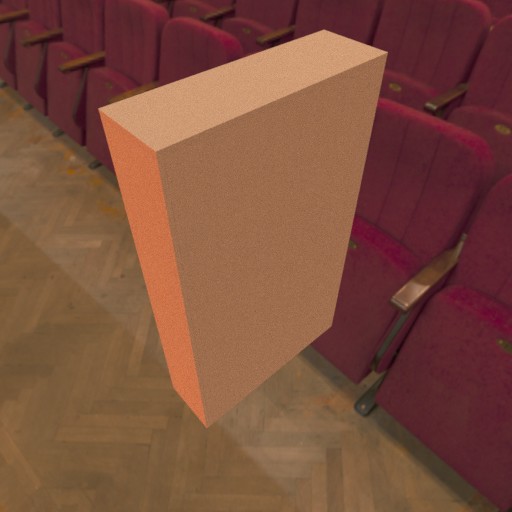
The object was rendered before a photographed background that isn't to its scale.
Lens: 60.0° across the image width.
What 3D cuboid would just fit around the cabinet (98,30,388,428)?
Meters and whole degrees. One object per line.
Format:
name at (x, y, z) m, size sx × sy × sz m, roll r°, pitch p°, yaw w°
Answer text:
cabinet at (0.000, 0.000, 1.566) m, size 0.750 × 1.280 × 0.250 m, roll -32°, pitch 54°, yaw -28°
